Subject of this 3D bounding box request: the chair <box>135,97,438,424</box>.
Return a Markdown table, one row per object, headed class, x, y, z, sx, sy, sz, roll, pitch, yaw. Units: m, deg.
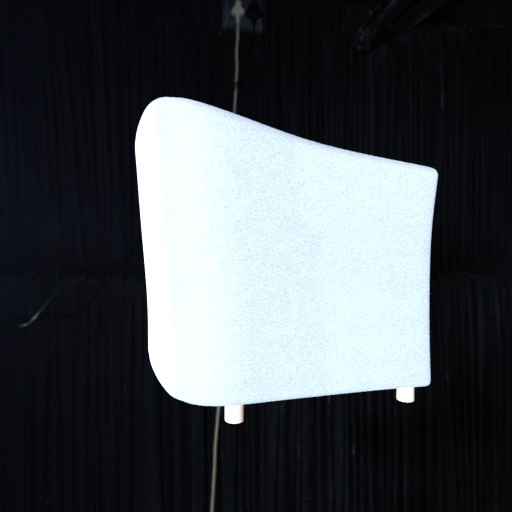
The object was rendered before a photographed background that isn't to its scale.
| class | x | y | z | sx | sy | sz | roll | pitch | yaw |
| --- | --- | --- | --- | --- | --- | --- | --- | --- | --- |
| chair | 0.000 | 0.000 | 1.346 | 0.700 | 0.720 | 0.790 | 0 | 1 | -18 |
